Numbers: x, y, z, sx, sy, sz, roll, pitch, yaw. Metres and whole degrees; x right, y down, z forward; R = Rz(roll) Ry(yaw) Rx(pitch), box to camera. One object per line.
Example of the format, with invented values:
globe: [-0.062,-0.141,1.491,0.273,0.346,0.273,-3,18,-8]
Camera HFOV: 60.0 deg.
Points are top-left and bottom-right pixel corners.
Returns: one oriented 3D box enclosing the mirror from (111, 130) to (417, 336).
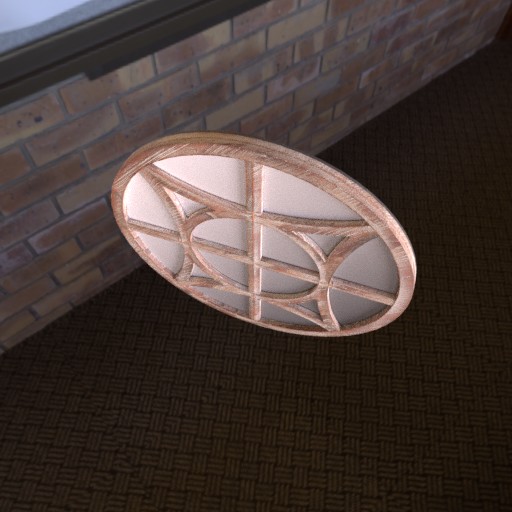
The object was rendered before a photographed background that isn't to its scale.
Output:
mirror: [0.000,0.000,1.041,0.710,0.710,0.038,16,59,10]
